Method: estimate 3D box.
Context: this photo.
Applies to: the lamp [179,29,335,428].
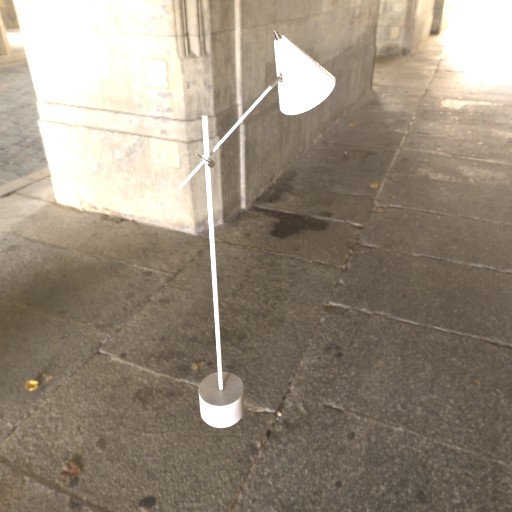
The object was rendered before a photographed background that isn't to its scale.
[{"bbox_3d":[0.000,0.000,1.571,0.508,1.430,0.223,-12,34,-19],"label":"lamp"}]
